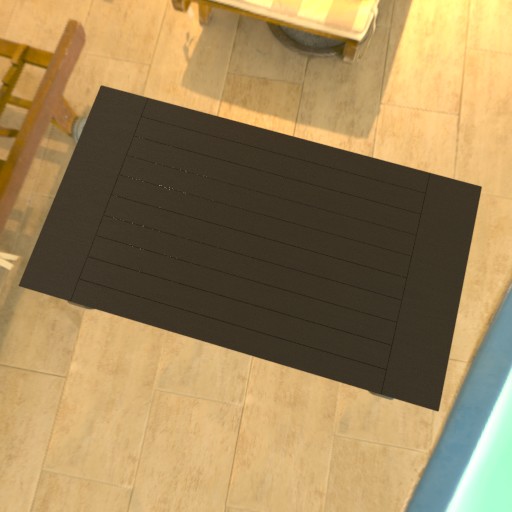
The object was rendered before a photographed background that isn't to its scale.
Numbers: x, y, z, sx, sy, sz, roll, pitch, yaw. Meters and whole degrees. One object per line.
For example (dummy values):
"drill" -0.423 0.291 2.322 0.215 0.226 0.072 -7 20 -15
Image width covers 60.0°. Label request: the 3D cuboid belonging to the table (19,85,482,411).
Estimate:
"table" 0.000 0.000 1.373 1.062 0.494 0.600 16 78 3
